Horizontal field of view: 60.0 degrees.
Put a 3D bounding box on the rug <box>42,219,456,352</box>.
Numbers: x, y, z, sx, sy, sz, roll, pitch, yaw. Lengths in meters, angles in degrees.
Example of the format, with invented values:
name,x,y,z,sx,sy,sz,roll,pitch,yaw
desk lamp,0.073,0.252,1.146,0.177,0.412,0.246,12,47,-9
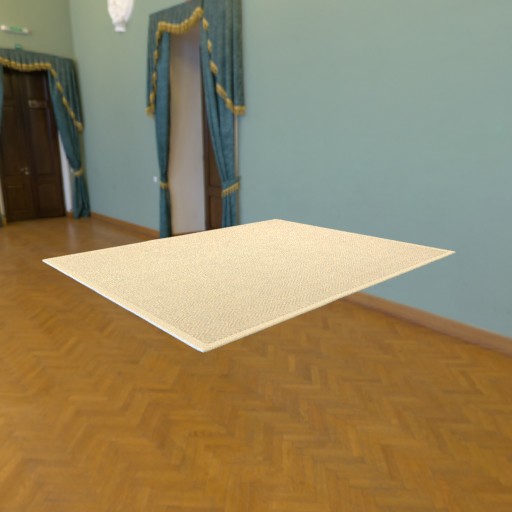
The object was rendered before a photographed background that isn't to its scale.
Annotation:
name,x,y,z,sx,sy,sz,roll,pitch,yaw
rug,0.000,0.000,4.116,3.009,0.019,2.423,-14,20,-41
